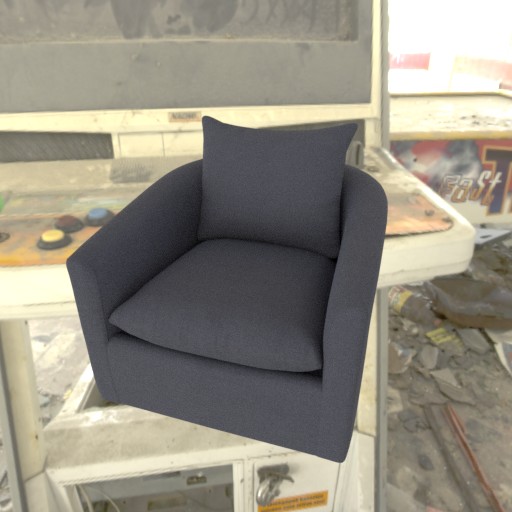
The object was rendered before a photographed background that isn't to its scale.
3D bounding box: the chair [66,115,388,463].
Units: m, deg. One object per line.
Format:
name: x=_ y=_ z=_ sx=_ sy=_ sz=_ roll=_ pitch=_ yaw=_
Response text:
chair: x=0.000 y=0.000 z=1.558 sx=0.845 sy=0.848 sz=0.910 roll=8 pitch=28 yaw=16
